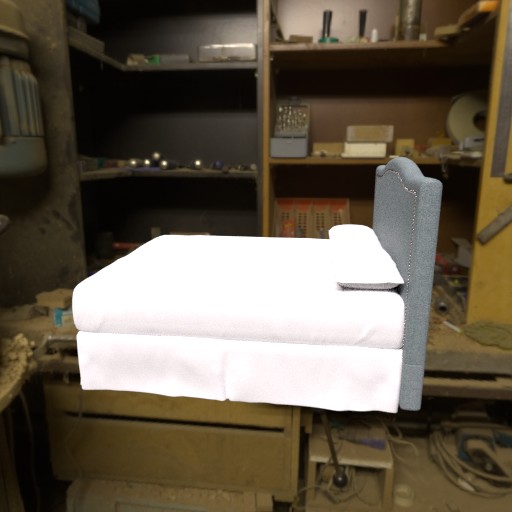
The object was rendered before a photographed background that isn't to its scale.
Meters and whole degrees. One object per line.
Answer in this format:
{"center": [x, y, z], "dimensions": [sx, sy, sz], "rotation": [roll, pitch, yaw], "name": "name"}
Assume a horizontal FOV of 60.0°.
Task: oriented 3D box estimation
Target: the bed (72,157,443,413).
{"center": [0.000, 0.000, 3.337], "dimensions": [2.143, 1.460, 1.753], "rotation": [2, 14, 7], "name": "bed"}
